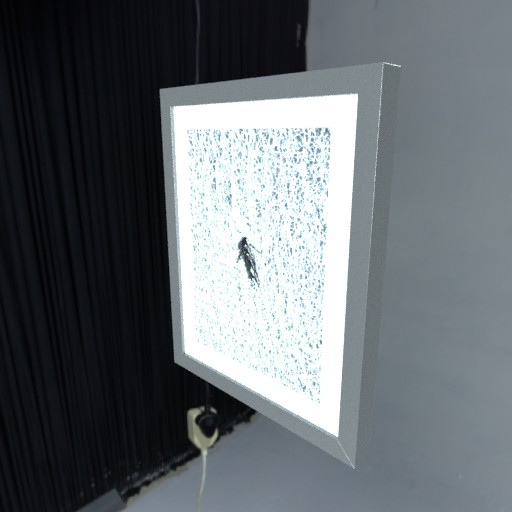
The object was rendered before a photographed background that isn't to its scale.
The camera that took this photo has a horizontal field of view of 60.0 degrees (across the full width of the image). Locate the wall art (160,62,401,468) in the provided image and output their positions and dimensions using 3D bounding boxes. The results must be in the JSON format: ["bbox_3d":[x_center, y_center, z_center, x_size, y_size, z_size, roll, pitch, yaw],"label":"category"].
[{"bbox_3d":[0.000,0.000,0.510,0.308,0.379,0.030,15,21,43],"label":"wall art"}]
